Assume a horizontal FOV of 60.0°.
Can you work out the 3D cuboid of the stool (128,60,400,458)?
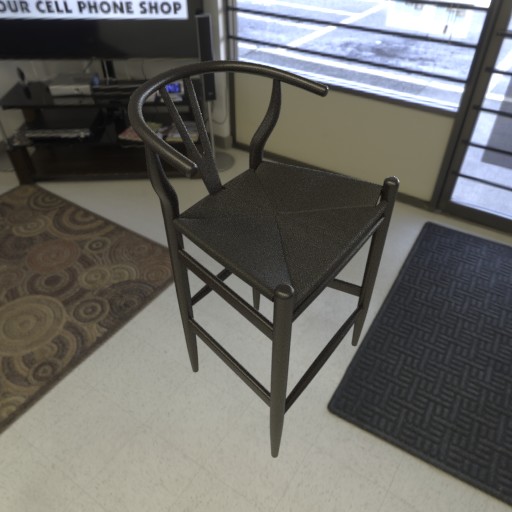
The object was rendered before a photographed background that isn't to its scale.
[{"bbox_3d":[0.000,0.000,1.325,0.579,0.970,0.569,26,47,27],"label":"stool"}]
